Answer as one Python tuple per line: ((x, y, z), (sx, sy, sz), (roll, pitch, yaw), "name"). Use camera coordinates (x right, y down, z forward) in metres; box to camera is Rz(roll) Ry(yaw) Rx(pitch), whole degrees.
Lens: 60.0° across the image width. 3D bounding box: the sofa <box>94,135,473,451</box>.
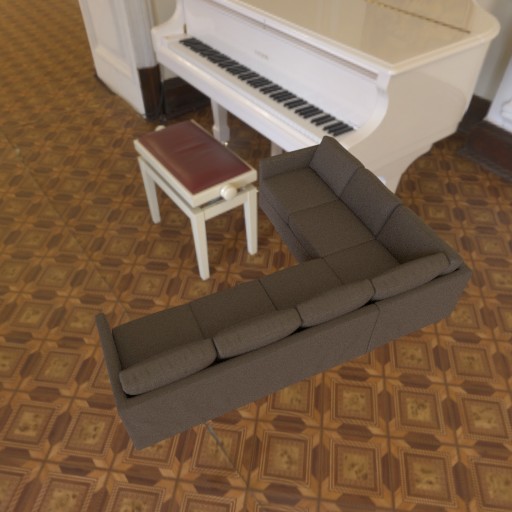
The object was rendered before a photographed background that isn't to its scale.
((0.000, 0.000, 4.420), (3.182, 0.871, 2.432), (-18, 48, -17), "sofa")
